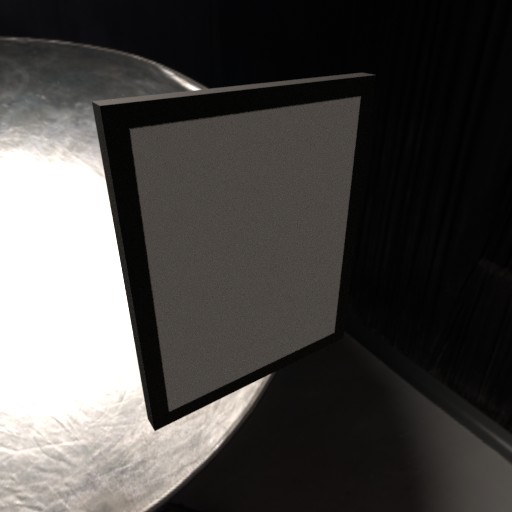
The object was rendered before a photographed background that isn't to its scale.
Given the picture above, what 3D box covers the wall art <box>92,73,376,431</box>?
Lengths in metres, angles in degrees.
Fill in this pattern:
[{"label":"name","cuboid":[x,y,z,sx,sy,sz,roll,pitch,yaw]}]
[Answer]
[{"label":"wall art","cuboid":[0.000,0.000,0.558,0.329,0.404,0.024,-18,34,-29]}]
